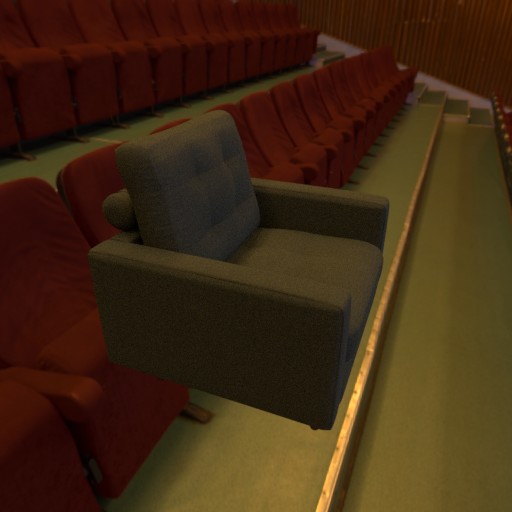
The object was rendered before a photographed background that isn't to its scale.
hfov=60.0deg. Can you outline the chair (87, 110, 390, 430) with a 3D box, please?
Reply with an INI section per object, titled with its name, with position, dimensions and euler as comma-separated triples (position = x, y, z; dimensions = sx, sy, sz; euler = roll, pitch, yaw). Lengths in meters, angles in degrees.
[chair]
position = 0.000, 0.000, 1.578
dimensions = 0.843, 0.880, 0.821
euler = 11, 30, 20
